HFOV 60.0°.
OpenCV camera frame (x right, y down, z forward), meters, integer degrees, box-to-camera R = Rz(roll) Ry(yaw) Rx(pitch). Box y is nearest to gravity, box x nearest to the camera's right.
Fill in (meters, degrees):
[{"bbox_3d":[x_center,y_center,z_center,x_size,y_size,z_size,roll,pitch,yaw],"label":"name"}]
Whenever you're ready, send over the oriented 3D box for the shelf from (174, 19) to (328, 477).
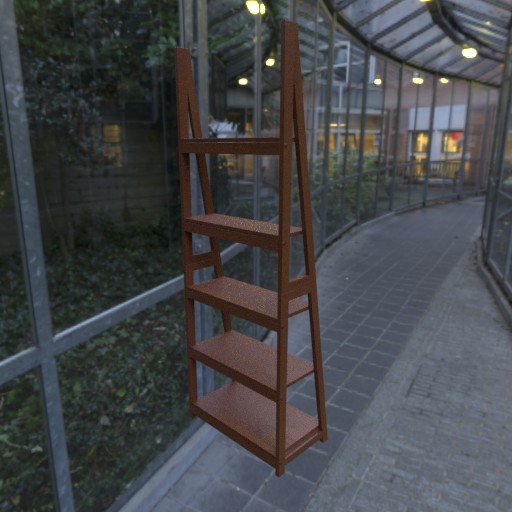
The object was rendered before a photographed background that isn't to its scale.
[{"bbox_3d":[0.000,0.000,2.011,0.630,1.780,0.356,14,20,43],"label":"shelf"}]
